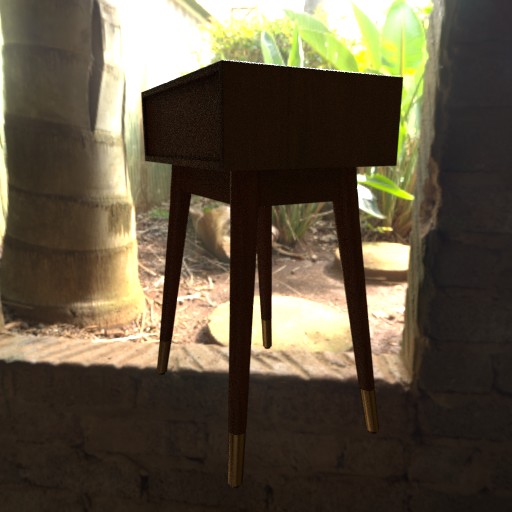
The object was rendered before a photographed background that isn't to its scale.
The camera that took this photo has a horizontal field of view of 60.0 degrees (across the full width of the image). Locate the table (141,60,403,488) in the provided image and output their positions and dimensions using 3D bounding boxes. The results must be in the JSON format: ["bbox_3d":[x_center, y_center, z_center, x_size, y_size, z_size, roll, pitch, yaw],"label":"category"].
[{"bbox_3d":[0.000,0.000,0.828,0.300,0.599,0.406,-7,16,-27],"label":"table"}]
